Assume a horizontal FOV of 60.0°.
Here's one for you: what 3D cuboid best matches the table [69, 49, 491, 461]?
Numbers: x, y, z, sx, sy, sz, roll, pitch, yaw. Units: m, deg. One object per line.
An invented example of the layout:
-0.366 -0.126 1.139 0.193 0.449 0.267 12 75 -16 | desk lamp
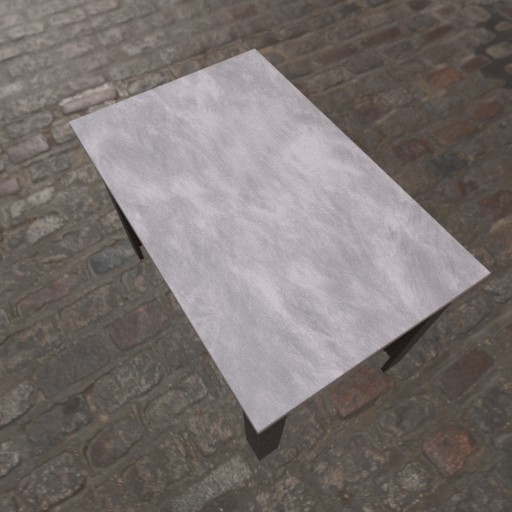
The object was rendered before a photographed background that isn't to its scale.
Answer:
0.000 0.000 1.571 0.700 0.734 1.100 -29 63 -16 | table
